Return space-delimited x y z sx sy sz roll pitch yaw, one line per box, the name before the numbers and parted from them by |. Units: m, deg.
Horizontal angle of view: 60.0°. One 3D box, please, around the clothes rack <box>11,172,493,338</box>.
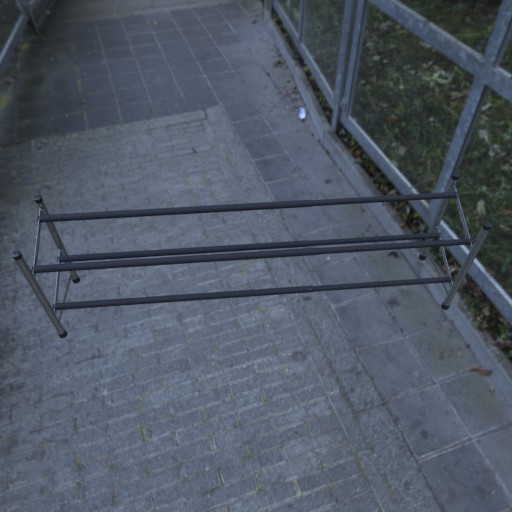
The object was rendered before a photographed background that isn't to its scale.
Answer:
clothes rack | 0.000 0.000 1.267 1.168 0.349 0.229 -4 47 -3
